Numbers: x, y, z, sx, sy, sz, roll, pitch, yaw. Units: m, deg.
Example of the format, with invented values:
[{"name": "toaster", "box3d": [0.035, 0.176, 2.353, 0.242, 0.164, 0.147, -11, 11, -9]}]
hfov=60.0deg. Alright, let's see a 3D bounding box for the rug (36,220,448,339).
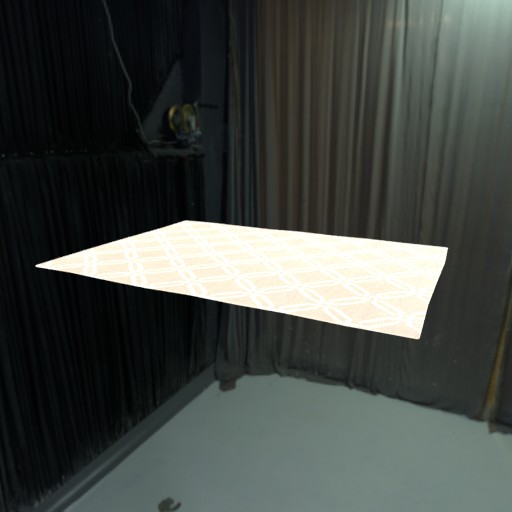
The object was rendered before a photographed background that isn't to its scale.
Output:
[{"name": "rug", "box3d": [0.000, 0.000, 2.769, 2.135, 0.013, 1.524, 8, 17, 25]}]
